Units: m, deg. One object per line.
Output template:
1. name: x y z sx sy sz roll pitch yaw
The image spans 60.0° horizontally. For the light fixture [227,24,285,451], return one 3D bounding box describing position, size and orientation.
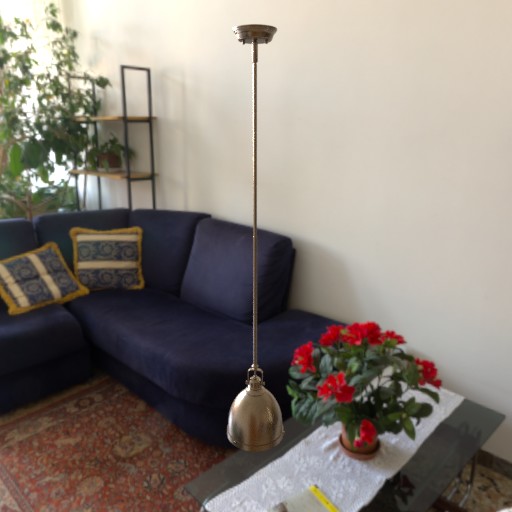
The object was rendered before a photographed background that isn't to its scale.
1. light fixture: 0.000 0.000 1.473 0.217 1.367 0.211 2 16 9
